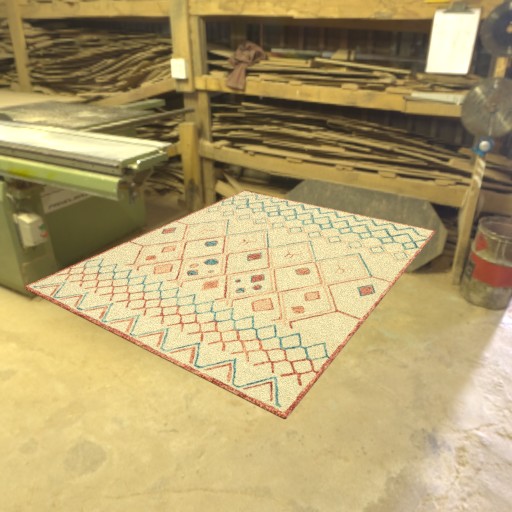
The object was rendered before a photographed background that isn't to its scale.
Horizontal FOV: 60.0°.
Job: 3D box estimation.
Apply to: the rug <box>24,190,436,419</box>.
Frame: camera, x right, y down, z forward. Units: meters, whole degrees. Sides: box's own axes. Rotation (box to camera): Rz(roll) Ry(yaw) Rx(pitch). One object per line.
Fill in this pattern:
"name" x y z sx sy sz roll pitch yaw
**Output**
"rug" 0.000 0.000 4.068 2.441 0.016 3.050 17 31 30
